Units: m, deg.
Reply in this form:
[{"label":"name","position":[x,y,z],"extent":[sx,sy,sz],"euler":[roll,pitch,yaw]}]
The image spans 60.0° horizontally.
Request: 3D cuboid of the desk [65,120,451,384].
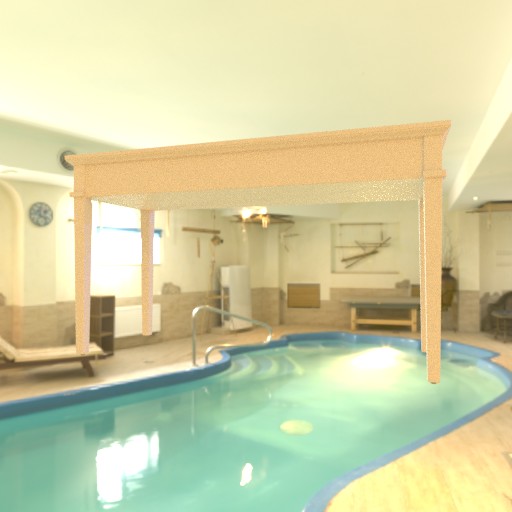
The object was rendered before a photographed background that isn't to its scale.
[{"label":"desk","position":[0.000,0.000,1.755],"extent":[1.372,0.774,0.559],"euler":[0,-1,18]}]
